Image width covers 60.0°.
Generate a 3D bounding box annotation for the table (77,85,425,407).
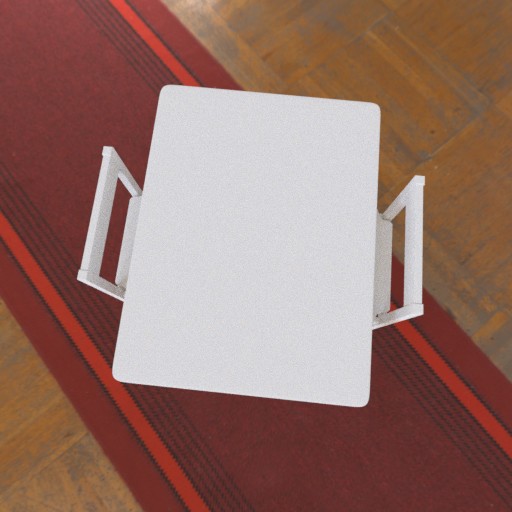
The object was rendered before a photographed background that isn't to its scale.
[{"bbox_3d":[0.000,0.000,1.127,0.672,0.503,0.650,6,76,1],"label":"table"}]
